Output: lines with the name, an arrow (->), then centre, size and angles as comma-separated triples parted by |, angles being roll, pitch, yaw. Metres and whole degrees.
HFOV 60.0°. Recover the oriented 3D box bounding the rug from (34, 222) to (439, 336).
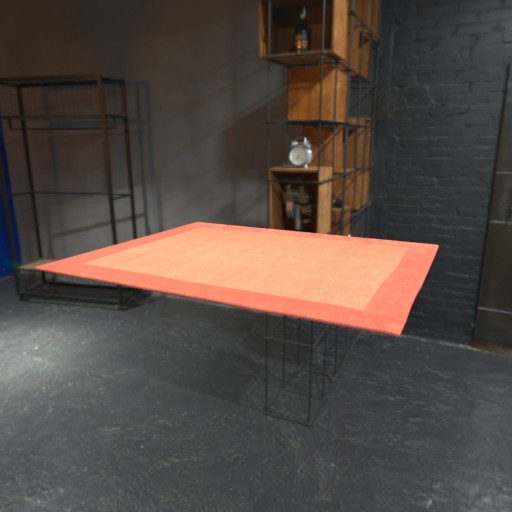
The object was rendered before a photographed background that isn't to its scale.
rug -> 0.000, 0.000, 4.127 | 2.976, 0.018, 2.430 | 7, 16, 26
